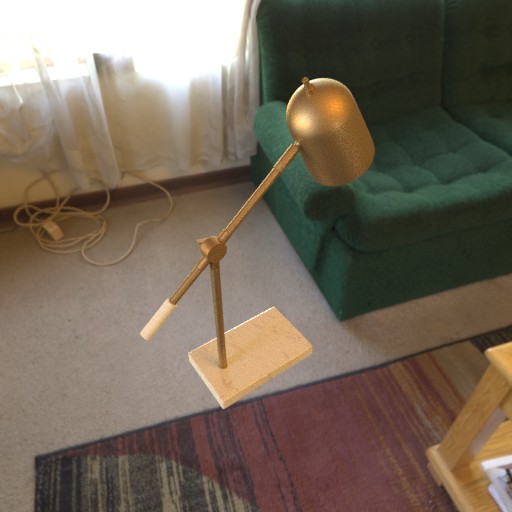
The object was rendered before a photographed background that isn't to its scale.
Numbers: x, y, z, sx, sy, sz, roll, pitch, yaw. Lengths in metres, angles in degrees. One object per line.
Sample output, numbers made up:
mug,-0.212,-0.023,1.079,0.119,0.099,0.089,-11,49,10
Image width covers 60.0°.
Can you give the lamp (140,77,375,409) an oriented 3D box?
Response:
lamp,0.000,0.000,0.806,0.471,0.603,0.144,-25,48,-25
